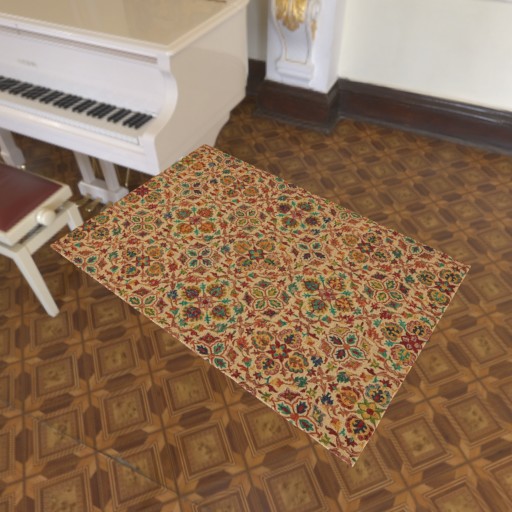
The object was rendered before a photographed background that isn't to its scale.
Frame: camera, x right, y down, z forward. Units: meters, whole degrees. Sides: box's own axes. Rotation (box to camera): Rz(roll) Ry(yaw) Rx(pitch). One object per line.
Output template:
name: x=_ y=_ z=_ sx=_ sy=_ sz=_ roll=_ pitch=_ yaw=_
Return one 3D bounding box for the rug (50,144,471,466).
rug: x=0.000 y=0.000 z=2.904 sx=2.297 sy=0.018 sz=1.541 roll=29 pitch=54 yaw=25
